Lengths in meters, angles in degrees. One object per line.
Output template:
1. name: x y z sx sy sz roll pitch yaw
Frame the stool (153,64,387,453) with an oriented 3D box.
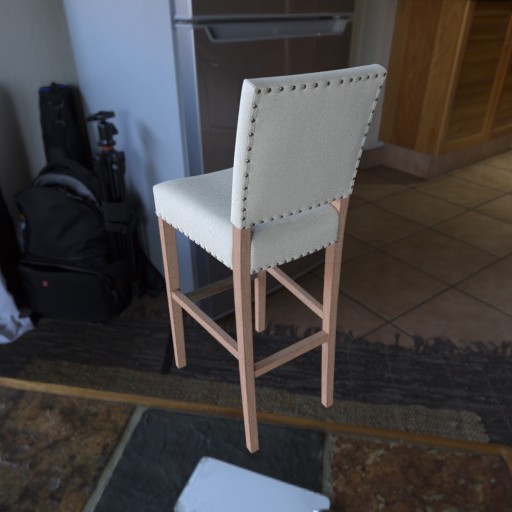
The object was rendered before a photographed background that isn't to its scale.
1. stool: 0.000 0.000 1.395 0.428 1.143 0.546 -19 36 -29
